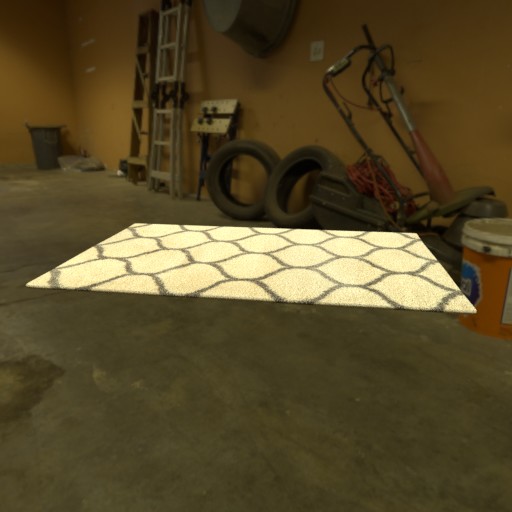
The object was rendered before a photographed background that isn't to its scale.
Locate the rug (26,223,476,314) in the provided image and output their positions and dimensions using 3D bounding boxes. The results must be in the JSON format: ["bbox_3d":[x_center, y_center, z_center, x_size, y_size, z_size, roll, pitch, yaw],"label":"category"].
[{"bbox_3d":[0.000,0.000,2.970,2.348,0.024,1.501,3,18,8],"label":"rug"}]
